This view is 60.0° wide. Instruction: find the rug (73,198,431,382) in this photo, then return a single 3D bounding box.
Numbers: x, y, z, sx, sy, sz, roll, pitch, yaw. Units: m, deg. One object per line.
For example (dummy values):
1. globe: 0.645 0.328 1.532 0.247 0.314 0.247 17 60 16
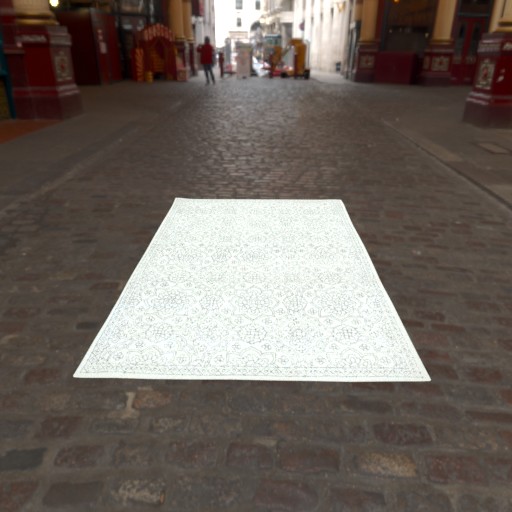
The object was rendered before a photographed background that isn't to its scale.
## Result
1. rug: 0.000 0.000 2.962 1.518 0.023 2.434 0 25 1
